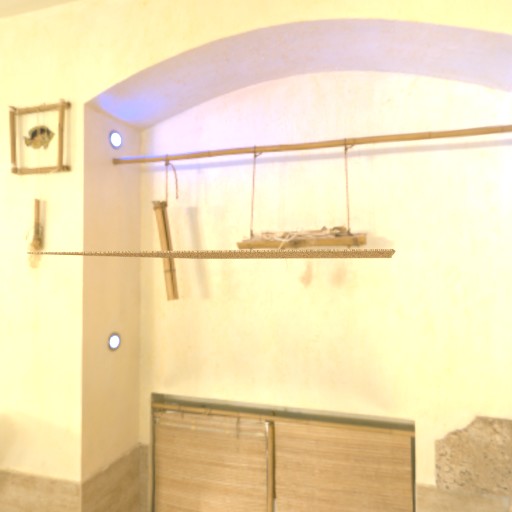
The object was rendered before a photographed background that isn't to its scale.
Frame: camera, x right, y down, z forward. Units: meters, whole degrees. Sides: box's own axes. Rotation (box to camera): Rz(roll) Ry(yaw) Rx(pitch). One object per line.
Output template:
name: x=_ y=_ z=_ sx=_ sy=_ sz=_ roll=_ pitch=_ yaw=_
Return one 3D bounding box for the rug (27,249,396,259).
rug: x=0.000 y=0.000 z=4.116 sx=2.439 sy=0.013 sz=3.048 roll=0 pitch=-1 yaw=17
